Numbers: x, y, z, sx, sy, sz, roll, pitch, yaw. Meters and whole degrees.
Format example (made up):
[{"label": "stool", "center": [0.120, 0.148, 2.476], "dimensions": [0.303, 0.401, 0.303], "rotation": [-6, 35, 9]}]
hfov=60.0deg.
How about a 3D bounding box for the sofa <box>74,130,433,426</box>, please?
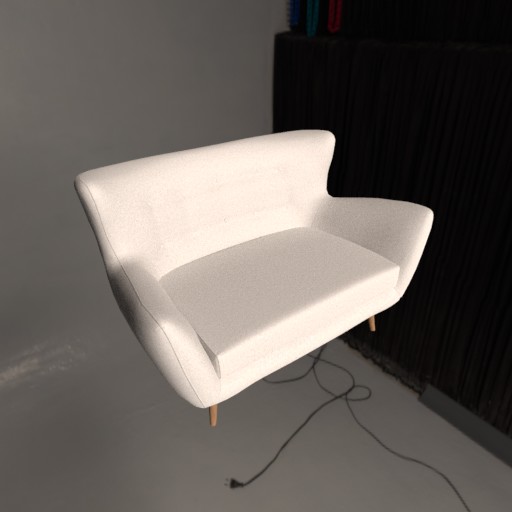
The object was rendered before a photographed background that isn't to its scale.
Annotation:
[{"label": "sofa", "center": [0.000, 0.000, 2.034], "dimensions": [1.424, 0.878, 0.921], "rotation": [-20, 35, -33]}]
